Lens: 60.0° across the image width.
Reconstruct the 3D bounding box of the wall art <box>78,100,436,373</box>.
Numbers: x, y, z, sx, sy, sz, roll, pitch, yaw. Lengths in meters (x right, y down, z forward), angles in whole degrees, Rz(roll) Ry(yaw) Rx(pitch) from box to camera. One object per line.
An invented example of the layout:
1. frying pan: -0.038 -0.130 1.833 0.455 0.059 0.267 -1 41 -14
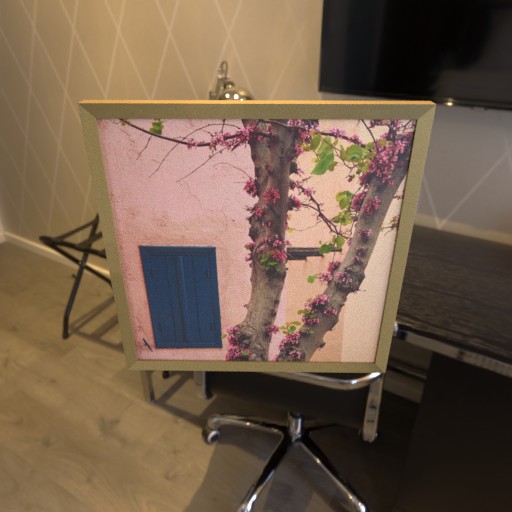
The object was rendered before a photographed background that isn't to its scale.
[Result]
1. wall art: 0.000 0.000 1.144 0.762 0.762 0.038 0 29 1
